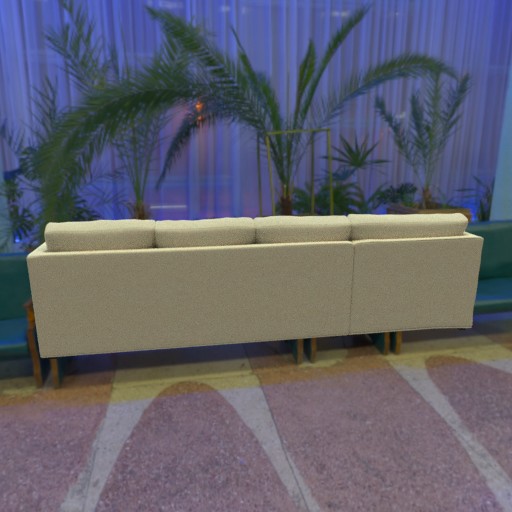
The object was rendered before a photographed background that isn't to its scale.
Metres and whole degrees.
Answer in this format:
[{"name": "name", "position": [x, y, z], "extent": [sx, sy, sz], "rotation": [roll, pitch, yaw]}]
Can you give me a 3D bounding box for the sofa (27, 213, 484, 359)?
[{"name": "sofa", "position": [0.000, 0.000, 3.864], "extent": [3.205, 0.922, 1.650], "rotation": [-2, 15, -9]}]
